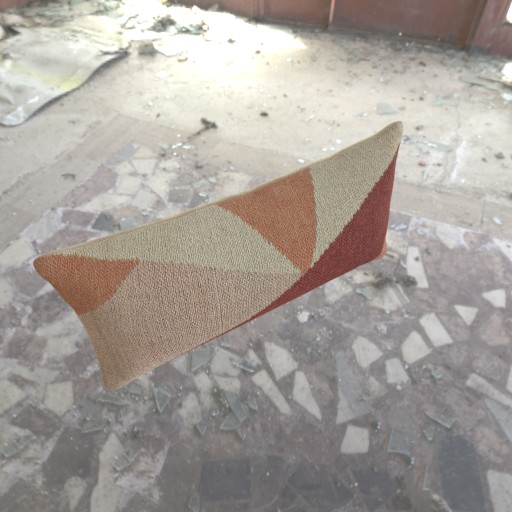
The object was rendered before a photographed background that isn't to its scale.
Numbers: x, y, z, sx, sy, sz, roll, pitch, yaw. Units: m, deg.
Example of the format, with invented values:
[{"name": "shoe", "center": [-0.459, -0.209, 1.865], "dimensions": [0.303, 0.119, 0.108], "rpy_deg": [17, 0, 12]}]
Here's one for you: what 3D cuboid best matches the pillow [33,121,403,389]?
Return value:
[{"name": "pillow", "center": [0.000, 0.000, 0.733], "dimensions": [0.609, 0.292, 0.155], "rpy_deg": [-24, 52, -20]}]
